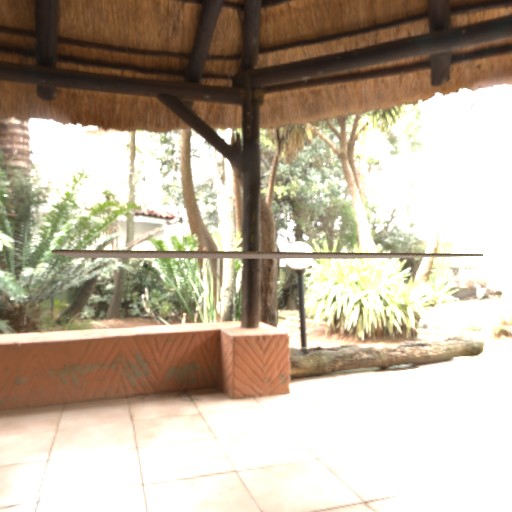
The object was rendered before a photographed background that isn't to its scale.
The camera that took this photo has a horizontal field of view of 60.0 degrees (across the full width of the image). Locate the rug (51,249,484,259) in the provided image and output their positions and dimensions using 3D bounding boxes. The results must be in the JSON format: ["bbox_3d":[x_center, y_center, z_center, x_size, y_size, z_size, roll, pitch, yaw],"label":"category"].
[{"bbox_3d":[0.000,0.000,2.970,2.365,0.017,1.521,0,-1,-19],"label":"rug"}]
